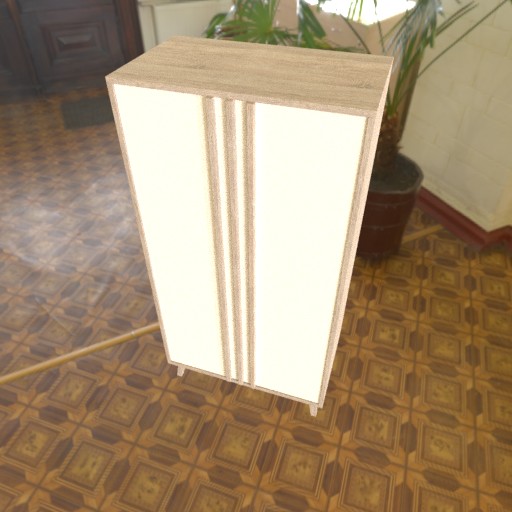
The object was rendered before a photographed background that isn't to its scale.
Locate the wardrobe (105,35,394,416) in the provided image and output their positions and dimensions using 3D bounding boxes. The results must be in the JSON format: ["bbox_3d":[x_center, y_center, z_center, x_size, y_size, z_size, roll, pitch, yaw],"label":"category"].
[{"bbox_3d":[0.000,0.000,2.376,1.000,1.960,0.600,12,43,14],"label":"wardrobe"}]
